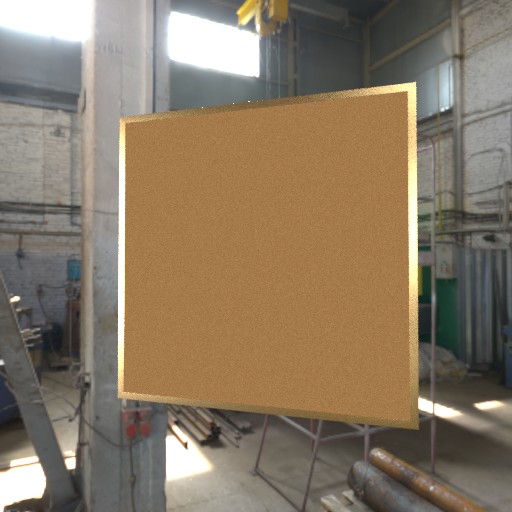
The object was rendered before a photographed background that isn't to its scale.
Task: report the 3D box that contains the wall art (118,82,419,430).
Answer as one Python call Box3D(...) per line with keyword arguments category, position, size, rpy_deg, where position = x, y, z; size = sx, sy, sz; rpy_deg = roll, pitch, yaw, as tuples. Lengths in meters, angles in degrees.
Box3D(category="wall art", position=(0.000, 0.000, 0.745), size=(0.509, 0.509, 0.040), rpy_deg=(0, -1, 18))
